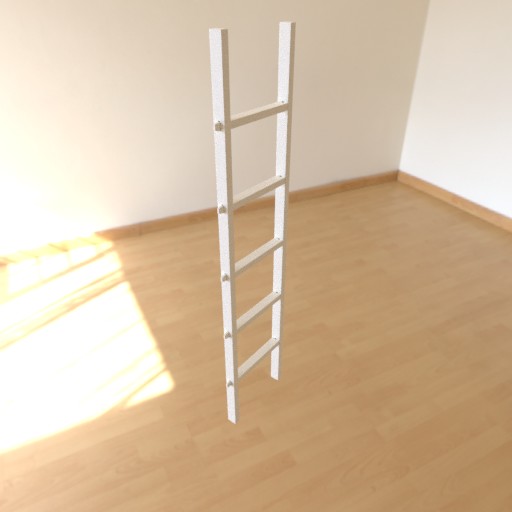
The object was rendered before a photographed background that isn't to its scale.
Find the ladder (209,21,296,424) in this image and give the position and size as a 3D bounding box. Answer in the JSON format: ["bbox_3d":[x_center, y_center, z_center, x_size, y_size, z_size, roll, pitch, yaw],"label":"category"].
[{"bbox_3d":[0.000,0.000,1.941,0.051,1.797,0.452,22,38,32],"label":"ladder"}]
